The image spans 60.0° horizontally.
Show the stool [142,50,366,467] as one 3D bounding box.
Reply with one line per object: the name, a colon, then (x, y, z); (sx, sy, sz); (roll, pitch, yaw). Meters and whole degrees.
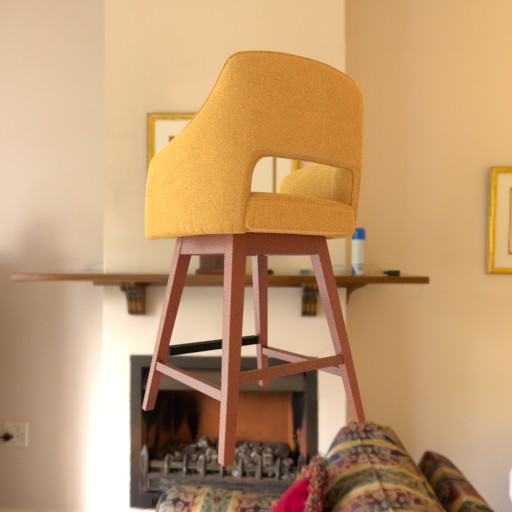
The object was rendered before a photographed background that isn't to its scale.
stool: (0.000, 0.000, 1.266); (0.548, 0.924, 0.558); (0, -1, -36)
